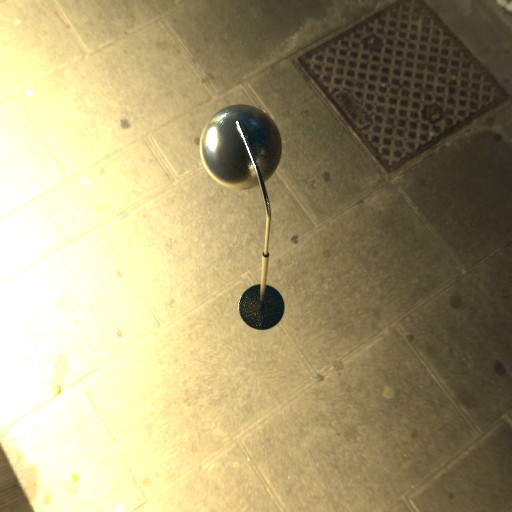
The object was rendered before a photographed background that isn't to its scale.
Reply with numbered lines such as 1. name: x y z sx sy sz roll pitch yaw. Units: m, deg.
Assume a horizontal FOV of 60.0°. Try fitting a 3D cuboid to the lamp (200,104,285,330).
1. lamp: 0.000 0.000 1.702 0.250 1.526 0.431 -19 76 -5
